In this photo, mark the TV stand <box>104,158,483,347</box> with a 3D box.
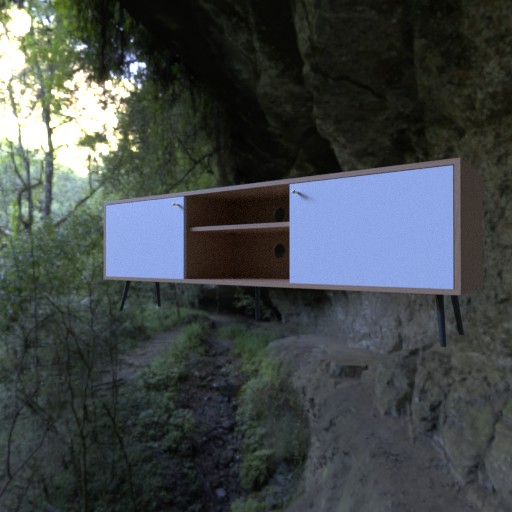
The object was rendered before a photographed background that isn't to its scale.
[{"bbox_3d":[0.000,0.000,1.980,1.760,0.580,0.400,0,0,36],"label":"TV stand"}]
